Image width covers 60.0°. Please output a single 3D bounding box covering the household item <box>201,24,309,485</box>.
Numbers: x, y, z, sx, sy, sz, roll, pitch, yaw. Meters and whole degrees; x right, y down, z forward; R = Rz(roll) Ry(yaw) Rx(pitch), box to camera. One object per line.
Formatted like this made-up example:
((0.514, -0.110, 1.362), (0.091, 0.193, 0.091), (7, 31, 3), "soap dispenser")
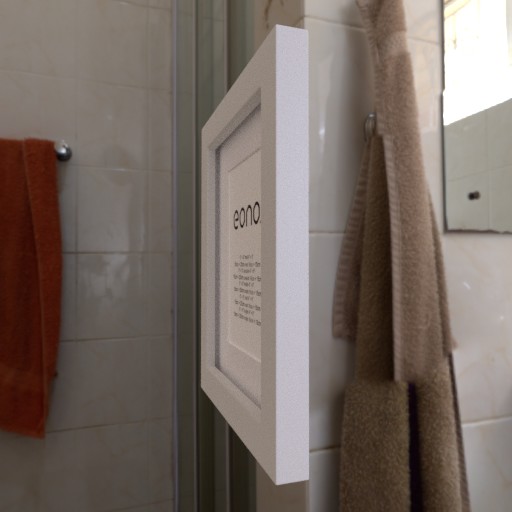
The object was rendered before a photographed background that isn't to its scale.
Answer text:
((0.000, 0.000, 0.341), (0.045, 0.250, 0.200), (0, -1, -19), "household item")
